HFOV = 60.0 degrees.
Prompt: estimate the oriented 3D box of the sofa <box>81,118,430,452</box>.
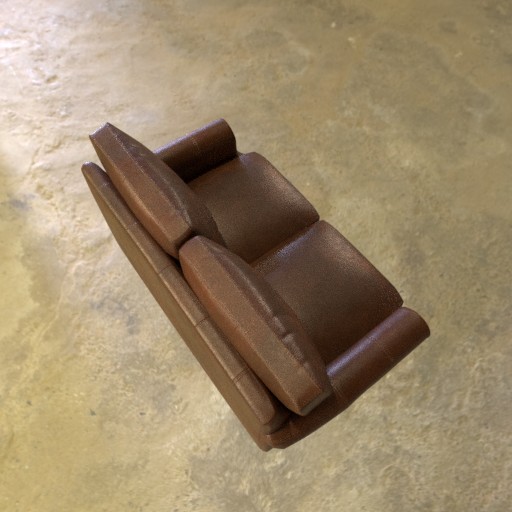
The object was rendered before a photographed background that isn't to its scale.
[{"bbox_3d":[0.000,0.000,2.188,0.990,0.976,1.616,-33,65,-17],"label":"sofa"}]
